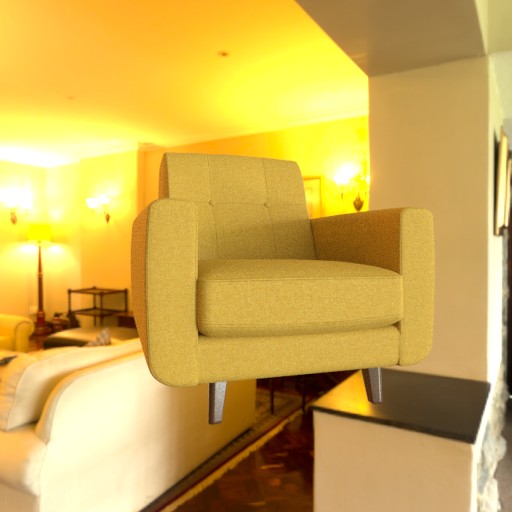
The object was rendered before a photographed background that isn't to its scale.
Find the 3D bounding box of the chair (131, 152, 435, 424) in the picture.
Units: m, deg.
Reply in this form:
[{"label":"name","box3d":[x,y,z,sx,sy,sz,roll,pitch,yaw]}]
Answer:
[{"label":"chair","box3d":[0.000,0.000,1.571,0.831,0.841,0.909,0,1,-18]}]
